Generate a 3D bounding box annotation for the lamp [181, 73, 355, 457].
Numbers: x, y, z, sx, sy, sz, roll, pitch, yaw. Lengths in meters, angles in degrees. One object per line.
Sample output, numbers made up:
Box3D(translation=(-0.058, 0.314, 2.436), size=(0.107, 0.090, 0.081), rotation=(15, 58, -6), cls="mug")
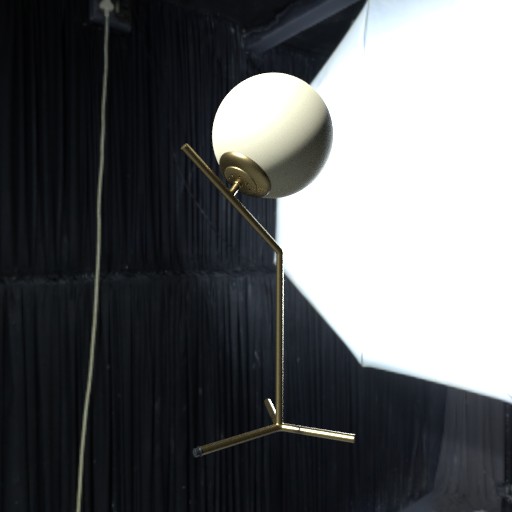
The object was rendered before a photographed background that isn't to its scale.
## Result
Box3D(translation=(0.000, 0.000, 0.669), size=(0.251, 0.552, 0.210), rotation=(0, 1, -37), cls="lamp")
